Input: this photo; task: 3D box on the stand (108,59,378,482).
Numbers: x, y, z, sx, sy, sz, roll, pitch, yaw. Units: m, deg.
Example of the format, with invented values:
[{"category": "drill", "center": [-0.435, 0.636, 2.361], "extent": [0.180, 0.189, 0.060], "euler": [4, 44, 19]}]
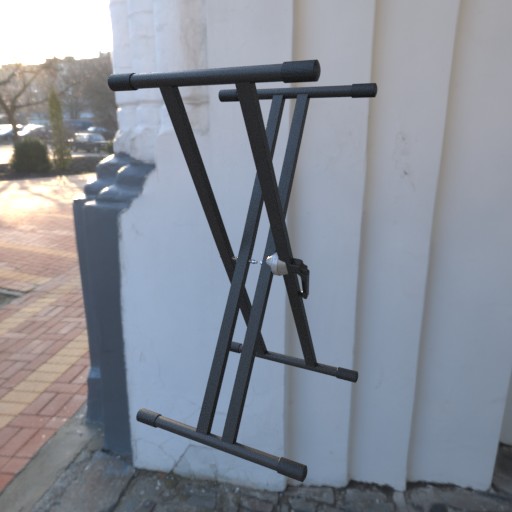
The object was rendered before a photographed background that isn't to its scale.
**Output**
[{"category": "stand", "center": [0.000, 0.000, 1.207], "extent": [0.495, 0.900, 0.503], "euler": [8, 18, 26]}]
